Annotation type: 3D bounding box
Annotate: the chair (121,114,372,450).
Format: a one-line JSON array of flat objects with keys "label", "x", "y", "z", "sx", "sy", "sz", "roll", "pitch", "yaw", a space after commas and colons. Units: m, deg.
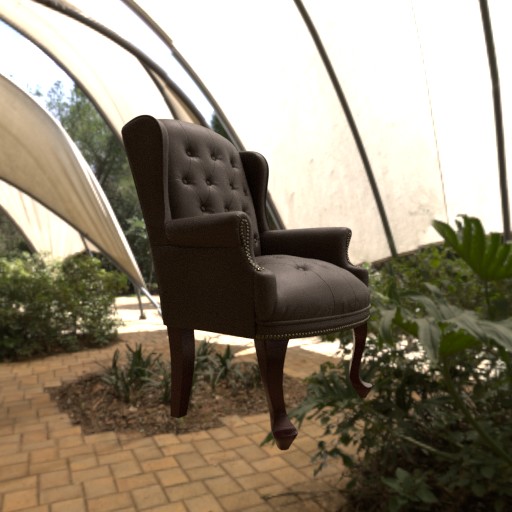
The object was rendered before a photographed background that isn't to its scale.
[{"label": "chair", "x": 0.000, "y": 0.000, "z": 1.722, "sx": 0.819, "sy": 1.132, "sz": 0.829, "roll": 0, "pitch": -1, "yaw": 35}]
